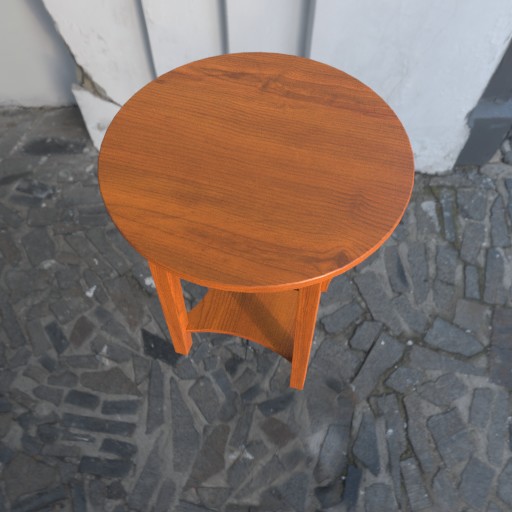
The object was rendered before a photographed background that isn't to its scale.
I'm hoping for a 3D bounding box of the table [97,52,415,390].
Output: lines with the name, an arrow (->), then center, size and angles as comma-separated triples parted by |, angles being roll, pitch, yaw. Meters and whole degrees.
table -> 0.000, 0.000, 0.908 | 0.457, 0.610, 0.457 | 0, 59, 0
